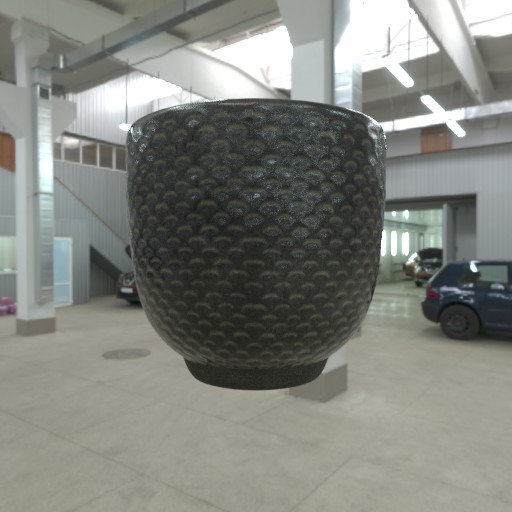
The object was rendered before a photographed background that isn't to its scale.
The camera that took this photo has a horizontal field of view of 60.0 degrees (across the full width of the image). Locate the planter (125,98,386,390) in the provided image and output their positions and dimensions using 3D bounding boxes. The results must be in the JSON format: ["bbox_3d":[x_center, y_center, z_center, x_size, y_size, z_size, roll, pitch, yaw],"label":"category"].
[{"bbox_3d":[0.000,0.000,0.305,0.172,0.160,0.172,0,1,0],"label":"planter"}]
